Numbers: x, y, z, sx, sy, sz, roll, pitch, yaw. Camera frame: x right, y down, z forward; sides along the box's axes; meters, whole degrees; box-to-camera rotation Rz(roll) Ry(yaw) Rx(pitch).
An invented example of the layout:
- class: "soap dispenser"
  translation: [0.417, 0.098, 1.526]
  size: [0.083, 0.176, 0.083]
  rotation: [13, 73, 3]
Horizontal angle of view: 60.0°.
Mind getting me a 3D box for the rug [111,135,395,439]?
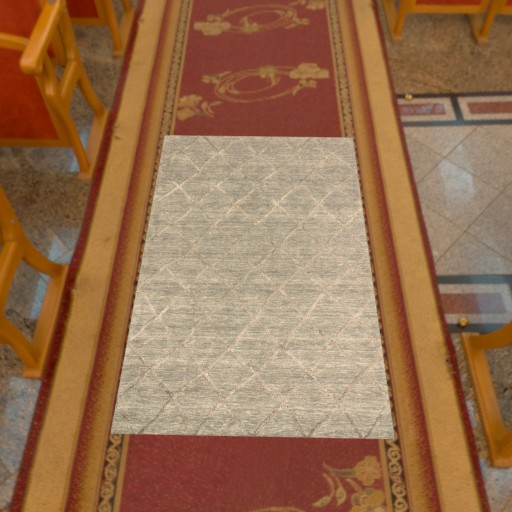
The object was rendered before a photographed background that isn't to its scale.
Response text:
- class: "rug"
  translation: [0.000, 0.000, 2.983]
  size: [1.521, 0.006, 2.283]
  rotation: [1, 58, 1]
